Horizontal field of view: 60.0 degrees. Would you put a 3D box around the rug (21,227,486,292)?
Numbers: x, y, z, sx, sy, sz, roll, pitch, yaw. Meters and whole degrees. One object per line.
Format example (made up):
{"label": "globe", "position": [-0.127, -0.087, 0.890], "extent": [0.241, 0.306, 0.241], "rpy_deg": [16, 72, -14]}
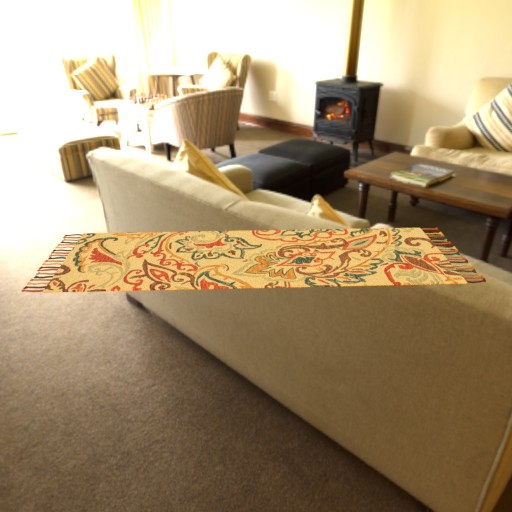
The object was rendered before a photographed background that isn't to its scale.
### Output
{"label": "rug", "position": [0.000, 0.000, 2.874], "extent": [2.682, 0.015, 0.763], "rpy_deg": [-1, 28, -2]}
